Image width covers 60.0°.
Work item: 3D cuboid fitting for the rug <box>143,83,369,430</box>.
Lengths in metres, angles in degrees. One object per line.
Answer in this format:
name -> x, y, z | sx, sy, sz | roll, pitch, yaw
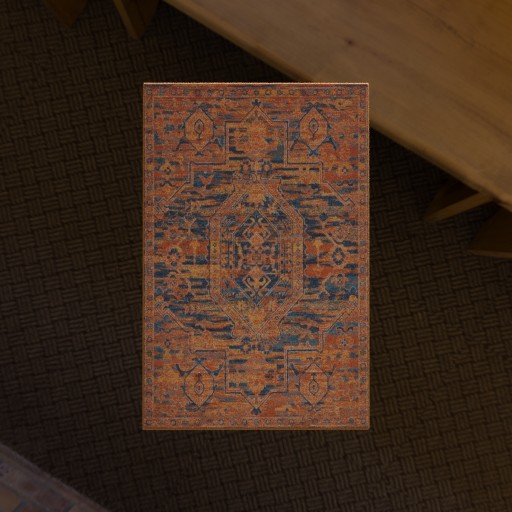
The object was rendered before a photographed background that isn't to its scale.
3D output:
rug -> 0.000, 0.000, 2.248 | 1.148, 0.013, 1.758 | 0, 90, 0
